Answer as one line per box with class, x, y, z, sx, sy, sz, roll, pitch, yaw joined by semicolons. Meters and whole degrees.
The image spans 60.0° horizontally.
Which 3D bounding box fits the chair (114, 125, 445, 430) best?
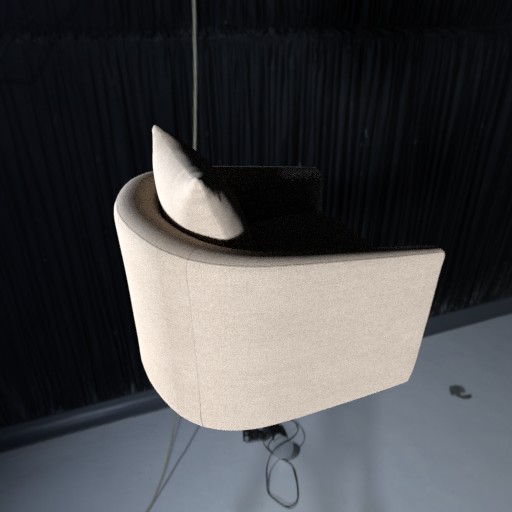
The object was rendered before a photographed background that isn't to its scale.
chair;0.000;0.000;1.584;0.910;0.848;0.845;-11;32;-18
